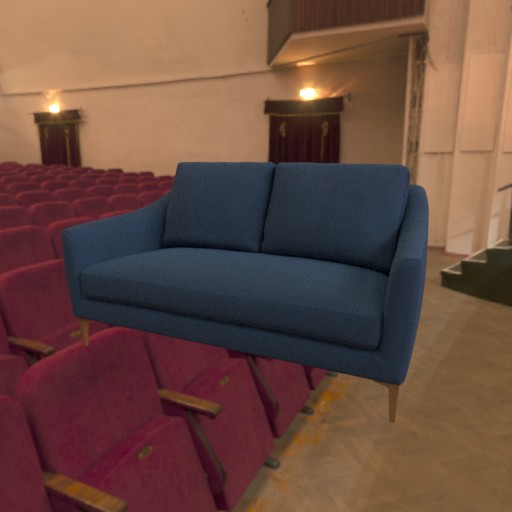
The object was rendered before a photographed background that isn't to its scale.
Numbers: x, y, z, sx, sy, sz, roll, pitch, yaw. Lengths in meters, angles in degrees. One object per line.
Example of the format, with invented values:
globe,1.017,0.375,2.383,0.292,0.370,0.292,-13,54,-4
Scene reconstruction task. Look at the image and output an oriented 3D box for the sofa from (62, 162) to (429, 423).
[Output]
sofa,0.000,0.000,2.177,1.619,0.902,0.960,6,14,26
